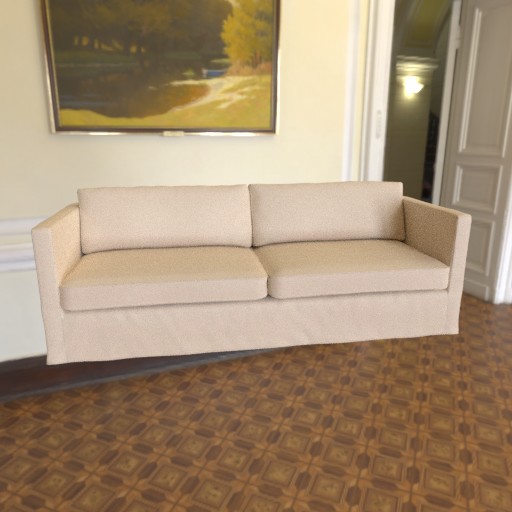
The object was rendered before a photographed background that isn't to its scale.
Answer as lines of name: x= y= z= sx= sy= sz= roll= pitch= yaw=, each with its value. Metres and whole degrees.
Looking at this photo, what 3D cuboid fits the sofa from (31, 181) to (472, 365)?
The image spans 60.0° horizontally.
sofa: x=0.000 y=0.000 z=3.256 sx=2.779 sy=0.999 sz=1.036 roll=-2 pitch=16 yaw=-9
